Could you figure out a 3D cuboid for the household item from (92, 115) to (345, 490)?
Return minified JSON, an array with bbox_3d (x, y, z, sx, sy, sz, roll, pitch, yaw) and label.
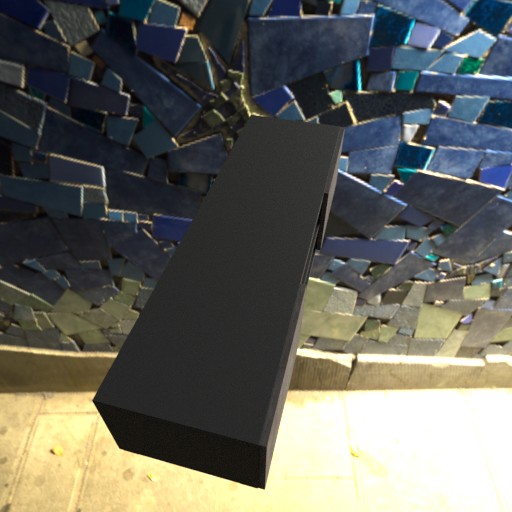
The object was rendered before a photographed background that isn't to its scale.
[{"bbox_3d":[0.000,0.000,1.579,0.420,0.310,1.400,11,47,10],"label":"household item"}]
